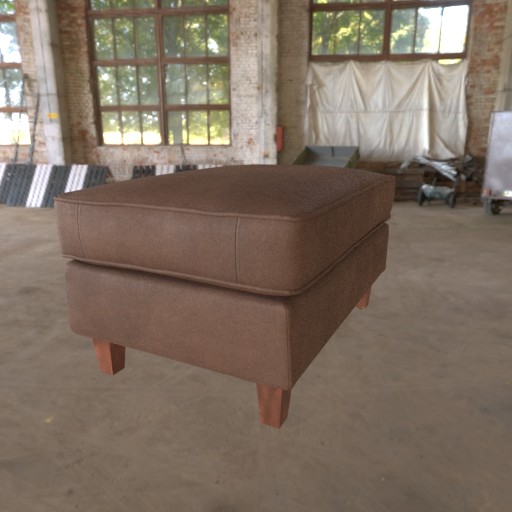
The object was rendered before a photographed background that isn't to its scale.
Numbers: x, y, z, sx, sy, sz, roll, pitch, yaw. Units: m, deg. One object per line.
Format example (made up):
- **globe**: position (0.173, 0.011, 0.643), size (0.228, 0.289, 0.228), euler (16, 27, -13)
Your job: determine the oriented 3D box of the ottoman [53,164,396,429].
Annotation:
- **ottoman**: position (0.000, 0.000, 1.235), size (0.596, 0.481, 0.860), euler (8, 17, 26)
